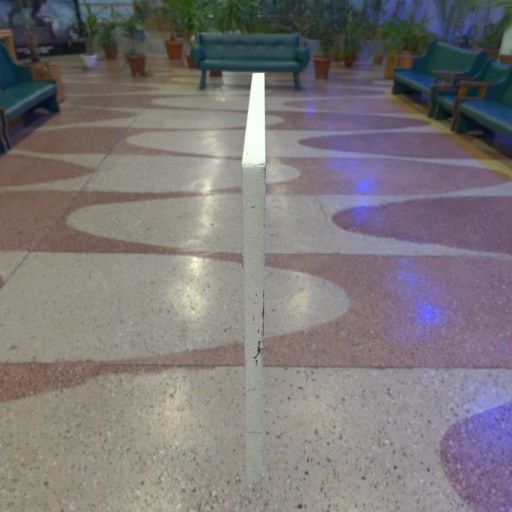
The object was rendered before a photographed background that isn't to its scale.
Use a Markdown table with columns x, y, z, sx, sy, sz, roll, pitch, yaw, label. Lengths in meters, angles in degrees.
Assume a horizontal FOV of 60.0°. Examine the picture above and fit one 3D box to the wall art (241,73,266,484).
| x | y | z | sx | sy | sz | roll | pitch | yaw | label |
| --- | --- | --- | --- | --- | --- | --- | --- | --- | --- |
| 0.000 | 0.000 | 1.137 | 0.038 | 0.762 | 0.762 | 0 | 31 | 1 | wall art |
